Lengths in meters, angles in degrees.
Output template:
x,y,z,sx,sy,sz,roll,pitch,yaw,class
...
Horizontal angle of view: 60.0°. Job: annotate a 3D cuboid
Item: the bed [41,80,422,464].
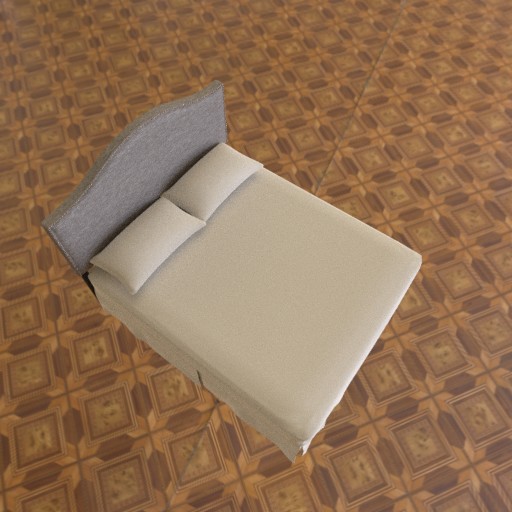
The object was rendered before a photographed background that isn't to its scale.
x,y,z,sx,sy,sz,roll,pitch,yaw,class
0.000,0.000,2.933,1.870,1.295,1.610,32,64,18,bed
